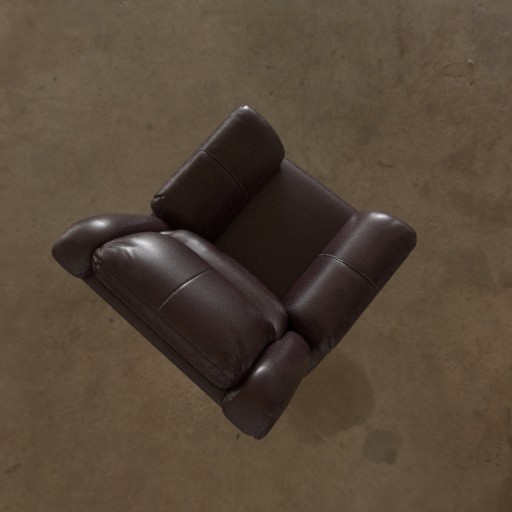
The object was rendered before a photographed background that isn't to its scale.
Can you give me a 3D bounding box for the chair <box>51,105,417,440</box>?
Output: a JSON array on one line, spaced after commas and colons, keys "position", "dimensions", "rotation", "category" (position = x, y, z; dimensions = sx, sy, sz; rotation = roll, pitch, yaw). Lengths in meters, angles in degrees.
[{"position": [0.000, 0.000, 1.876], "dimensions": [0.990, 1.093, 1.041], "rotation": [39, 78, 10], "category": "chair"}]
